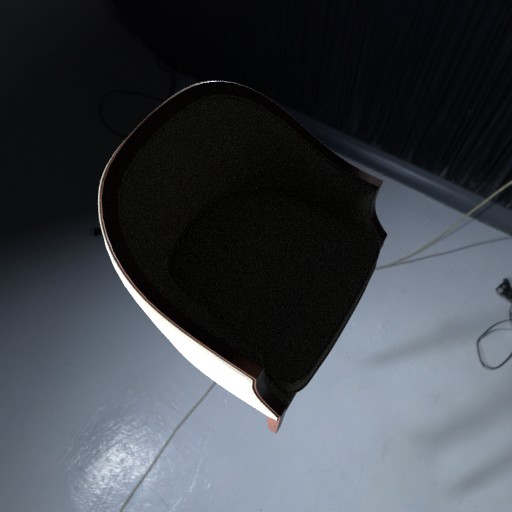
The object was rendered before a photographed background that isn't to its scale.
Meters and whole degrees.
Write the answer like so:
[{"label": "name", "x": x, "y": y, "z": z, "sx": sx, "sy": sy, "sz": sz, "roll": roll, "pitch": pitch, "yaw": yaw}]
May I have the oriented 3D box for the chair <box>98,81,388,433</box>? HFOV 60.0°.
[{"label": "chair", "x": 0.000, "y": 0.000, "z": 1.502, "sx": 0.735, "sy": 0.876, "sz": 0.803, "roll": 29, "pitch": 64, "yaw": 16}]
